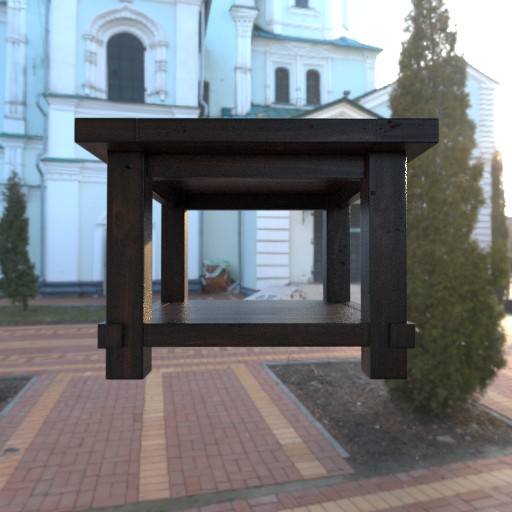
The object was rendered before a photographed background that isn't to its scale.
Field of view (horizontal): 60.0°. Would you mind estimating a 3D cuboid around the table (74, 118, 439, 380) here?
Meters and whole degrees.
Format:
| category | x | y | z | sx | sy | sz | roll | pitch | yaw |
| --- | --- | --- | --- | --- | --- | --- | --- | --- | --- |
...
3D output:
| category | x | y | z | sx | sy | sz | roll | pitch | yaw |
| --- | --- | --- | --- | --- | --- | --- | --- | --- | --- |
| table | 0.000 | 0.000 | 1.018 | 0.593 | 0.437 | 0.606 | 0 | -1 | 0 |
